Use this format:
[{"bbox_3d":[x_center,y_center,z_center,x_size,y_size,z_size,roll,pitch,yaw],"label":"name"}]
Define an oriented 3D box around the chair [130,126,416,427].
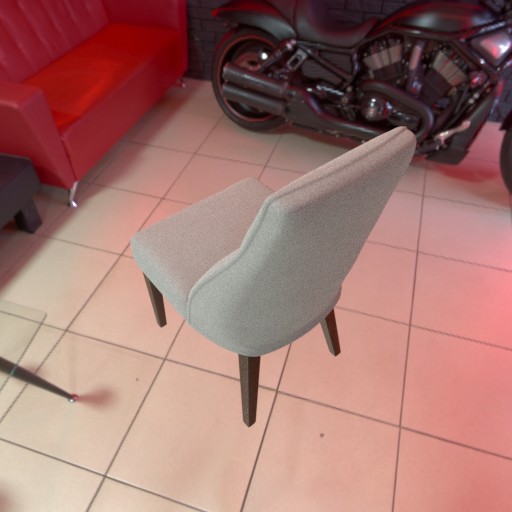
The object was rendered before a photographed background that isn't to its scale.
[{"bbox_3d":[0.000,0.000,1.269,0.500,0.930,0.620,-31,54,-26],"label":"chair"}]
